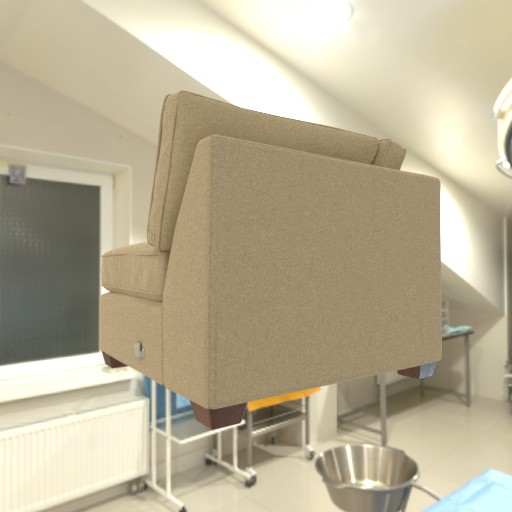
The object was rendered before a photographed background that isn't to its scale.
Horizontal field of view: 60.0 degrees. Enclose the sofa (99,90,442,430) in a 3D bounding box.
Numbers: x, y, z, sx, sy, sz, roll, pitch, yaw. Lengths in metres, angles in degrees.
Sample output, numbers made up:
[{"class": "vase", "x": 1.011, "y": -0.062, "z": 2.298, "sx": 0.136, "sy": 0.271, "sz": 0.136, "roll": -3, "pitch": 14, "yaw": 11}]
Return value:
[{"class": "sofa", "x": 0.000, "y": 0.000, "z": 1.948, "sx": 1.146, "sy": 1.002, "sz": 1.084, "roll": 1, "pitch": -1, "yaw": -35}]
